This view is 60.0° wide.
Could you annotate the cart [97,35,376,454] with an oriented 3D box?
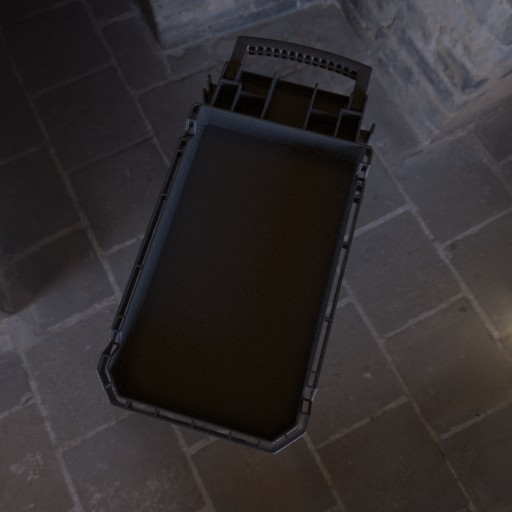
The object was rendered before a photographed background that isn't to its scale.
[{"bbox_3d":[0.000,0.000,1.536,0.497,0.884,1.061,15,76,4],"label":"cart"}]
